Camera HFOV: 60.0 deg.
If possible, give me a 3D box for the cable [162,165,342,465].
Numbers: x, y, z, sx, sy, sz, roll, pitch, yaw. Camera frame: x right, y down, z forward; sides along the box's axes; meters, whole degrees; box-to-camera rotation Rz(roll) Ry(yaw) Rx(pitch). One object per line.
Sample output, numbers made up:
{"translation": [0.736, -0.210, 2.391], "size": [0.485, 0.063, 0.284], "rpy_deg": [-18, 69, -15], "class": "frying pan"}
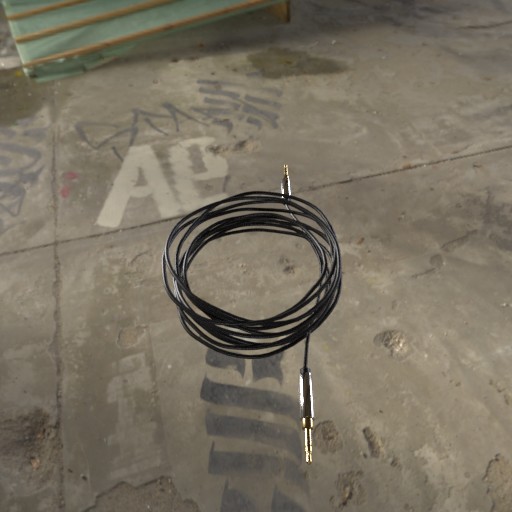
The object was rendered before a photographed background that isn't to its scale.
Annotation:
{"translation": [0.000, 0.000, 0.505], "size": [0.198, 0.069, 0.432], "rpy_deg": [2, 46, 2], "class": "cable"}
